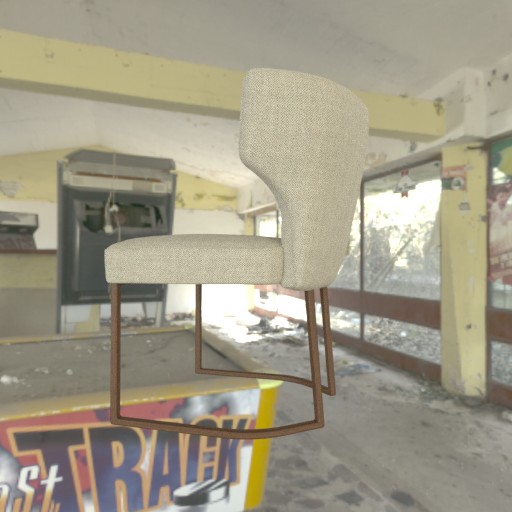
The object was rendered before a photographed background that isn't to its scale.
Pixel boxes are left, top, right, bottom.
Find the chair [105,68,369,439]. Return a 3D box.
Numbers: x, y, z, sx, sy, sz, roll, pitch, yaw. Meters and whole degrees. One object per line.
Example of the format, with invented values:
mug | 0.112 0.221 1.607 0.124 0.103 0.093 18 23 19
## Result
chair | 0.000 0.000 1.245 0.617 0.824 0.611 0 0 16
